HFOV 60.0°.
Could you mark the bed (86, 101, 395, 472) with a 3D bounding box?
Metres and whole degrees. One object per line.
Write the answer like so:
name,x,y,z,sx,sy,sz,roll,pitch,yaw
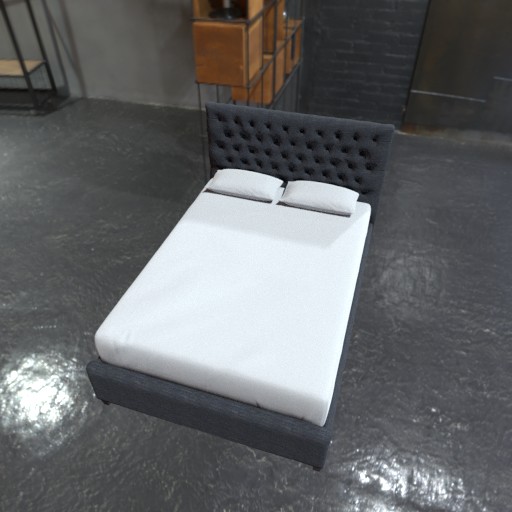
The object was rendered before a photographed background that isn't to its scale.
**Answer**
bed,0.000,0.000,3.481,1.698,1.427,2.387,12,42,13
